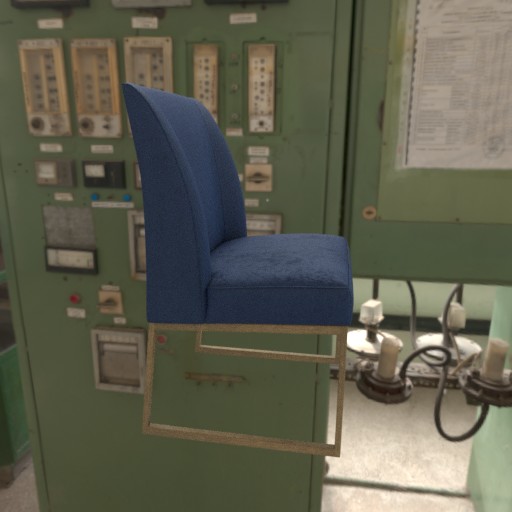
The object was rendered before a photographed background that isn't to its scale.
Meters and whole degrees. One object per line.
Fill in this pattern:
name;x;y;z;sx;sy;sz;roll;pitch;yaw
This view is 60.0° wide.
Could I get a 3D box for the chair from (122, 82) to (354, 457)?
chair;0.000;0.000;1.226;0.522;0.863;0.508;3;16;10
